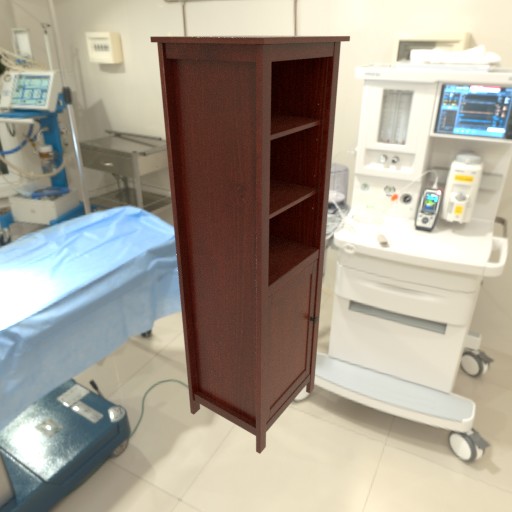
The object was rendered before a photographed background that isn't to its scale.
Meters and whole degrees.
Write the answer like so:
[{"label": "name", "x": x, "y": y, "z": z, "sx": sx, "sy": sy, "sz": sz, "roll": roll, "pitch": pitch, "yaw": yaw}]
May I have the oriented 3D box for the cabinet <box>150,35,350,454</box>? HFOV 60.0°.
[{"label": "cabinet", "x": 0.000, "y": 0.000, "z": 1.709, "sx": 0.401, "sy": 1.518, "sz": 0.500, "roll": 18, "pitch": 32, "yaw": 31}]
